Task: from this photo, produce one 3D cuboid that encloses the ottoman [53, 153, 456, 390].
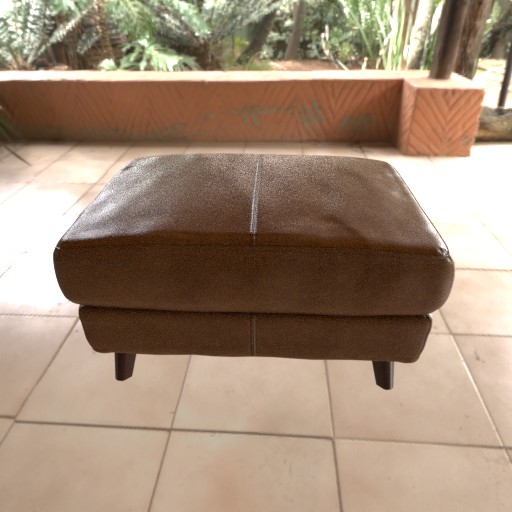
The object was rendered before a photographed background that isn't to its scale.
[{"bbox_3d":[0.000,0.000,1.237,0.869,0.461,0.630,1,31,2],"label":"ottoman"}]
